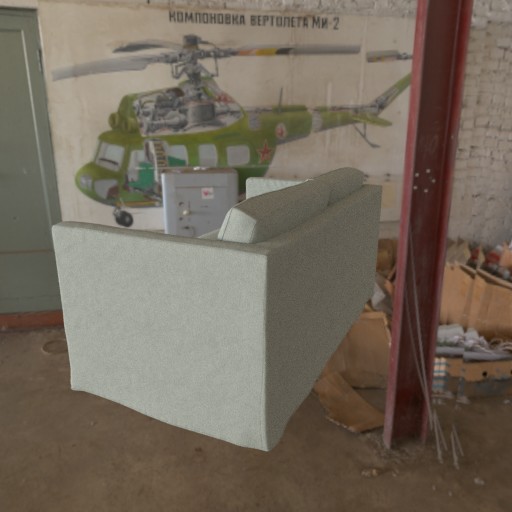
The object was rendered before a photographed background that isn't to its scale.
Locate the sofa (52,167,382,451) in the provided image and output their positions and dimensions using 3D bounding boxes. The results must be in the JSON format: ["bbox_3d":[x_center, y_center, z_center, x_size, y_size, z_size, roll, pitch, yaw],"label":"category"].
[{"bbox_3d":[0.000,0.000,2.298,0.944,0.830,1.727,8,19,25],"label":"sofa"}]
